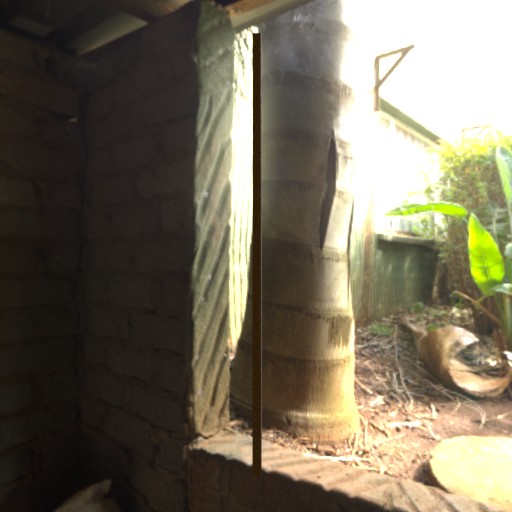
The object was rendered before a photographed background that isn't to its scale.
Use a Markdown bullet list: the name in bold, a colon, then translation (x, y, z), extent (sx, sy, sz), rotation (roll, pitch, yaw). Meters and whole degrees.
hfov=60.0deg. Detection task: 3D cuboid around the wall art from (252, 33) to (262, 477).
- **wall art**: translation (0.000, 0.000, 0.982), extent (0.014, 0.655, 0.657), rotation (0, -1, 0)
